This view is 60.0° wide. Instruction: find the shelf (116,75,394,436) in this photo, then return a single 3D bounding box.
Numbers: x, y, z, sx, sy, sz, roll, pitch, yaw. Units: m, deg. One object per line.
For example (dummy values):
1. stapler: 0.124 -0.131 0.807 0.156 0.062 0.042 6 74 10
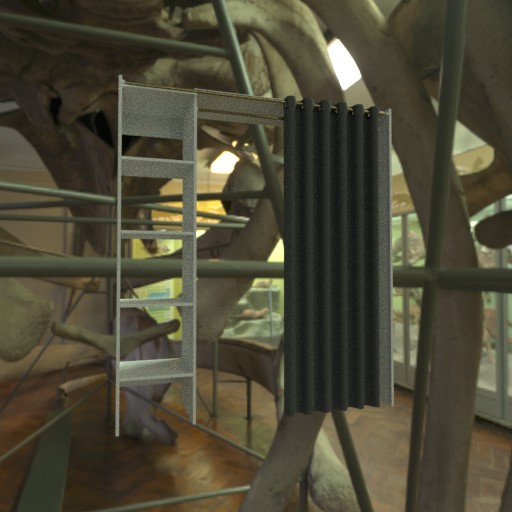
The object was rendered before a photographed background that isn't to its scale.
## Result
1. shelf: 0.000 0.000 2.672 1.600 1.810 0.500 1 -2 -17
